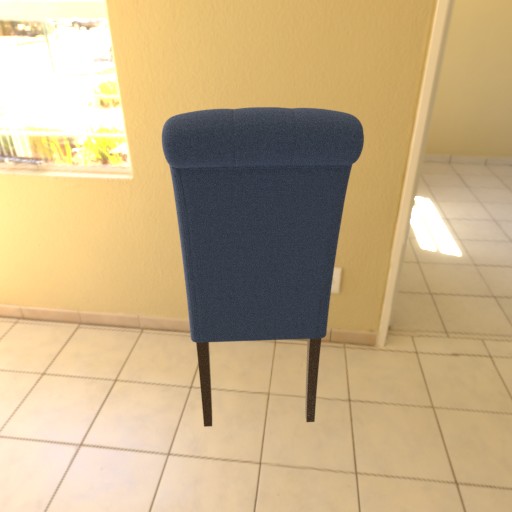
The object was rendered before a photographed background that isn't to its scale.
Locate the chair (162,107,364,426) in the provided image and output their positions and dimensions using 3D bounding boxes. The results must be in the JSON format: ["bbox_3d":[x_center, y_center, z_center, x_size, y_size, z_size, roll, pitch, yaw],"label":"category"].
[{"bbox_3d":[0.000,0.000,1.387,0.456,1.006,0.671,-1,30,-3],"label":"chair"}]
